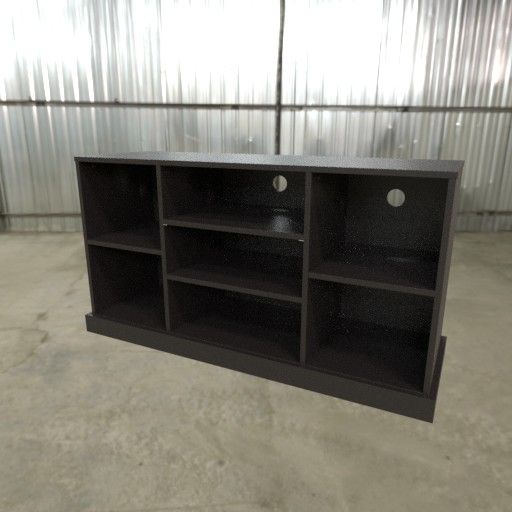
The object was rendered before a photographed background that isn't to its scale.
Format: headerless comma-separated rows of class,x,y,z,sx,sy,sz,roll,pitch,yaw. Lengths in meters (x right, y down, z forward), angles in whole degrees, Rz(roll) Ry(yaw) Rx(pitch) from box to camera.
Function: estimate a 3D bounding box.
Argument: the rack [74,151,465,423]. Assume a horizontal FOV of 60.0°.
rack,0.000,0.000,1.475,1.206,0.635,0.399,8,18,25
